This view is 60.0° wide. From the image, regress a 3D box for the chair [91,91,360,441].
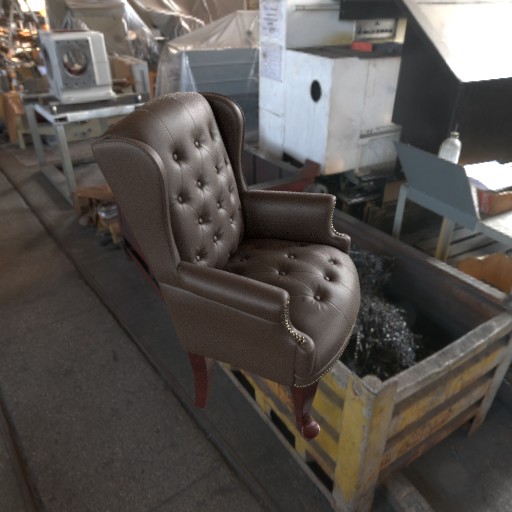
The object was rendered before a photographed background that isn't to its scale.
[{"bbox_3d":[0.000,0.000,1.698,0.819,1.132,0.829,10,33,16],"label":"chair"}]
